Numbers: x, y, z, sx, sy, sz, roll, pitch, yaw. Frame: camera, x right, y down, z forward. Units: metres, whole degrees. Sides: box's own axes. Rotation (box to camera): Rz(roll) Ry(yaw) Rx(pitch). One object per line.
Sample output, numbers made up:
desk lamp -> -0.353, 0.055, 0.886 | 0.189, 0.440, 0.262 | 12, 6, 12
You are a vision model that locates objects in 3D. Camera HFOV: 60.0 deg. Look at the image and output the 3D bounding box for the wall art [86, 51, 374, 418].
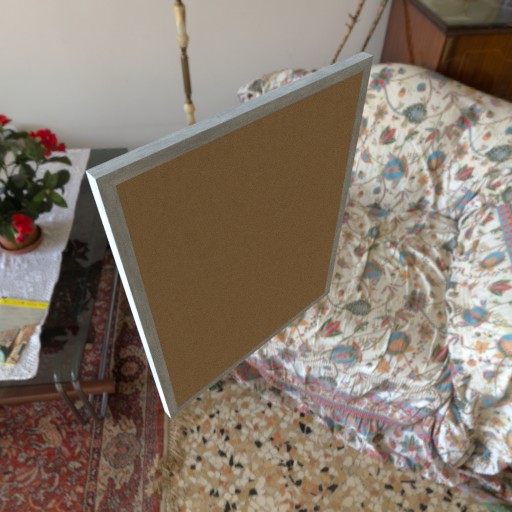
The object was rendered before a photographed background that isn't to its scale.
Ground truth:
wall art -> 0.000, 0.000, 0.794 | 0.479, 0.582, 0.022 | -33, 54, -28
